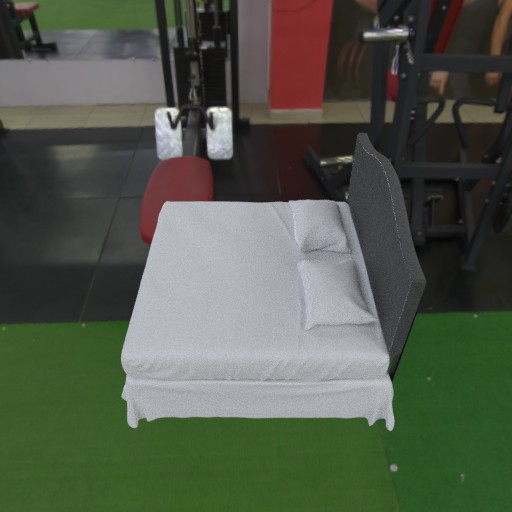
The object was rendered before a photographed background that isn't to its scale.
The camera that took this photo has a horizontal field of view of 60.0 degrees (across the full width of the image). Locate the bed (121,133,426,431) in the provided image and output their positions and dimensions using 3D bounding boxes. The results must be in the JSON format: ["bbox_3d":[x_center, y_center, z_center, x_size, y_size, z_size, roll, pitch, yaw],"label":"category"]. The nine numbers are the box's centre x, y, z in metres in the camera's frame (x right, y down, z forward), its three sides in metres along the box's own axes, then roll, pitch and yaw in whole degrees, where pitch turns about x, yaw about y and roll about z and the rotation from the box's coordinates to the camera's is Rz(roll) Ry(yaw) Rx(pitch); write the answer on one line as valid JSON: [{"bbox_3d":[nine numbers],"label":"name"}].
[{"bbox_3d":[0.000,0.000,3.797,2.219,1.651,2.314,0,41,0],"label":"bed"}]
